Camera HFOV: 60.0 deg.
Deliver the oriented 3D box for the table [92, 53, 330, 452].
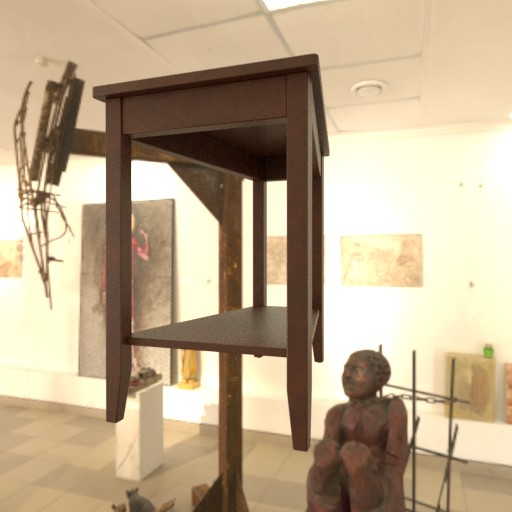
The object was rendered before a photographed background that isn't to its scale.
[{"bbox_3d":[0.000,0.000,0.991,0.399,0.589,0.605,0,0,19],"label":"table"}]
